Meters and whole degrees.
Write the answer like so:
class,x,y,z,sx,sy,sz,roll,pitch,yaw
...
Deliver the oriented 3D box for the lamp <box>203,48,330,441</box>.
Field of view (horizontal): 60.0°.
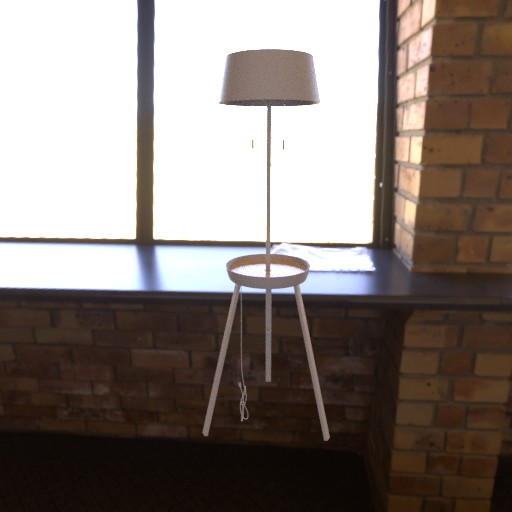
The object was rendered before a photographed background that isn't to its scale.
class,x,y,z,sx,sy,sz,roll,pitch,yaw
lamp,0.000,0.000,1.688,0.468,1.429,0.508,-8,17,-26
